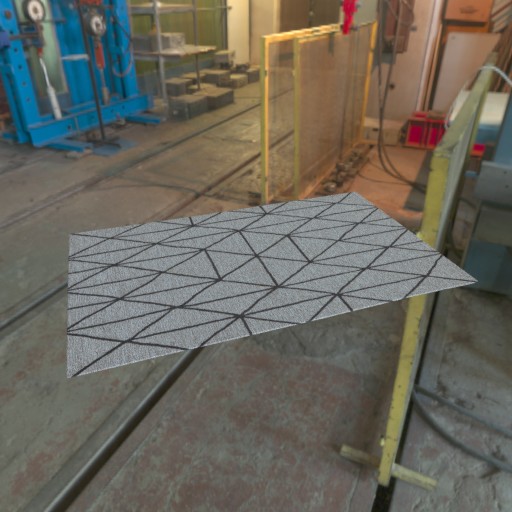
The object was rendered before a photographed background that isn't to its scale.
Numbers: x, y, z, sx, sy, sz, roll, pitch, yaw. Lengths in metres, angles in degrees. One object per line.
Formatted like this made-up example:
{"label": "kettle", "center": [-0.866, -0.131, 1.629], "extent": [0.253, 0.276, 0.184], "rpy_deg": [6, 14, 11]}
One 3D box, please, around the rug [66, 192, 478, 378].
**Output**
{"label": "rug", "center": [0.000, 0.000, 3.088], "extent": [2.465, 0.008, 1.526], "rpy_deg": [-10, 33, -16]}
